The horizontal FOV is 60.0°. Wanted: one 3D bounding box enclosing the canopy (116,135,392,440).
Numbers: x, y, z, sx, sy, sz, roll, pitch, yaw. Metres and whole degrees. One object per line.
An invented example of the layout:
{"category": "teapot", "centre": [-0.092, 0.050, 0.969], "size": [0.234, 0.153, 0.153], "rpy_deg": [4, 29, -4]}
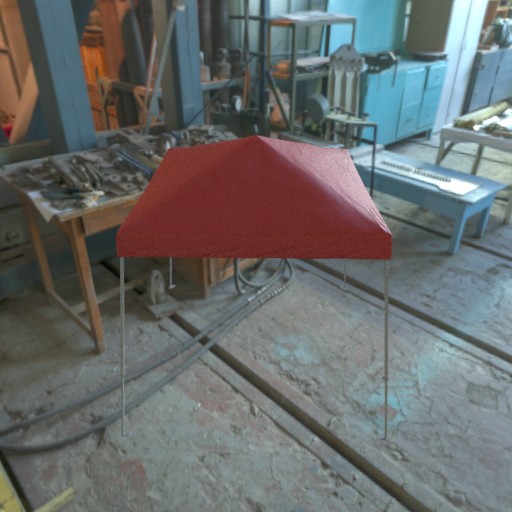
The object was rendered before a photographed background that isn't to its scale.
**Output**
{"category": "canopy", "centre": [0.000, 0.000, 6.610], "size": [3.599, 3.600, 3.600], "rpy_deg": [1, 31, 1]}
